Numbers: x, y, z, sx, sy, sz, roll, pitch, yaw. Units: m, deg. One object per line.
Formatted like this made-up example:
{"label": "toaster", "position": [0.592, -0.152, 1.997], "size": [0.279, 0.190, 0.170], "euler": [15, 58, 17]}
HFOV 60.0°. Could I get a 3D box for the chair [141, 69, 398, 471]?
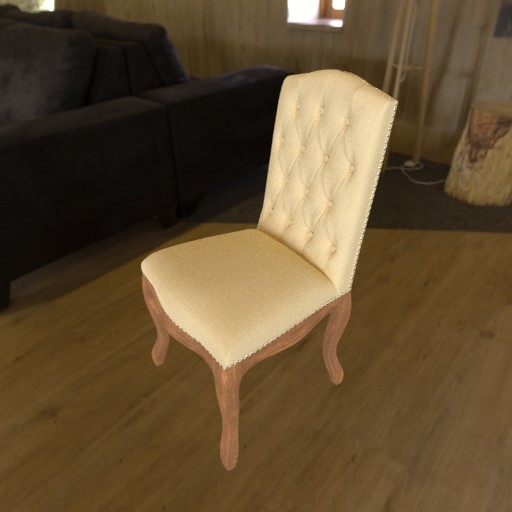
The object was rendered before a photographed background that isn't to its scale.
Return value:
{"label": "chair", "position": [0.000, 0.000, 1.558], "size": [0.715, 1.165, 0.623], "euler": [-20, 37, -29]}
